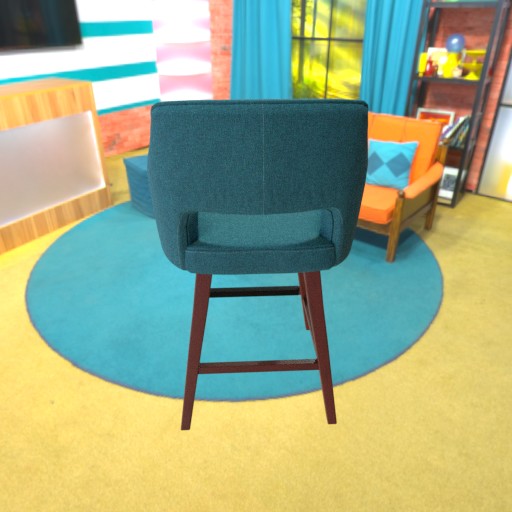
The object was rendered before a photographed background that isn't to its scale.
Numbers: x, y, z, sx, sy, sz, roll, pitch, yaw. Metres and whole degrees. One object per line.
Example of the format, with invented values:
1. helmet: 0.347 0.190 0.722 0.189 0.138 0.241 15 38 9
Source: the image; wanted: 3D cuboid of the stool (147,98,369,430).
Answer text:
1. stool: 0.000 0.000 1.286 0.548 0.961 0.556 -1 29 -2
